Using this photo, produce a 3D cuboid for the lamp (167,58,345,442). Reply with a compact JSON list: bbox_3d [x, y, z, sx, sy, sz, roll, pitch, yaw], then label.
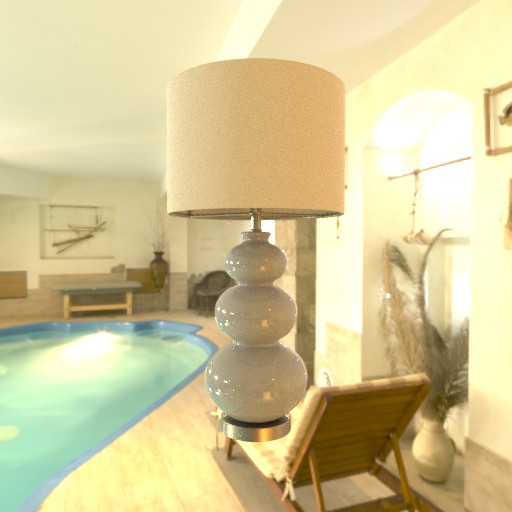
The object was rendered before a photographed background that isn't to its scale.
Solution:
[{"bbox_3d":[0.000,0.000,0.937,0.367,0.730,0.367,0,1,-17],"label":"lamp"}]
